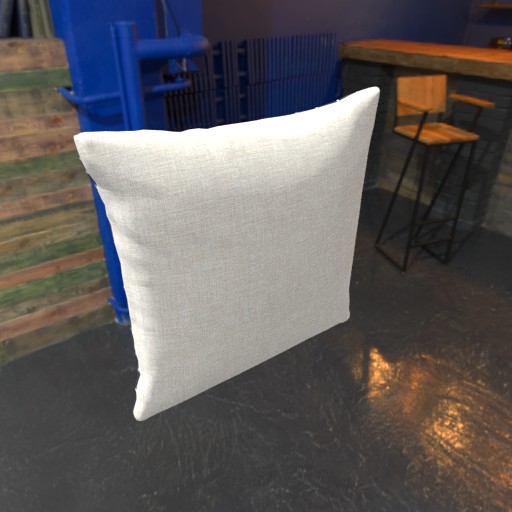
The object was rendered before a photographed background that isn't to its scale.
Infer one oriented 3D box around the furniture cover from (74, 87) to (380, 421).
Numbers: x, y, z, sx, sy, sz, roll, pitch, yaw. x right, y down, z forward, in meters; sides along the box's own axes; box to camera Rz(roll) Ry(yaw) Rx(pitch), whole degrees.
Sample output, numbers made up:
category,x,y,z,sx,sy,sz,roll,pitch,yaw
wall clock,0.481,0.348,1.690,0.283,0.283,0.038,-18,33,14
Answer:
category,x,y,z,sx,sy,sz,roll,pitch,yaw
furniture cover,0.000,0.000,0.771,0.517,0.508,0.158,-19,36,-29
